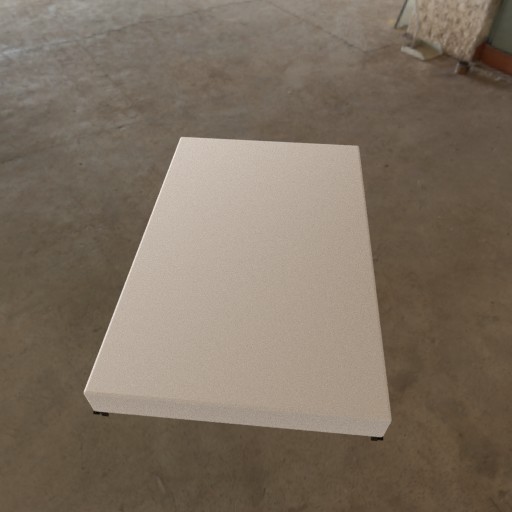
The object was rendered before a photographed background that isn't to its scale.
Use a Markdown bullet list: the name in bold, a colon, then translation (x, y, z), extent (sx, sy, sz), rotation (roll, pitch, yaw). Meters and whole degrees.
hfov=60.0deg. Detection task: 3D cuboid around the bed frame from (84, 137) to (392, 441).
- **bed frame**: translation (0.000, 0.000, 3.887), extent (1.930, 0.440, 2.987), rotation (4, 47, 4)
